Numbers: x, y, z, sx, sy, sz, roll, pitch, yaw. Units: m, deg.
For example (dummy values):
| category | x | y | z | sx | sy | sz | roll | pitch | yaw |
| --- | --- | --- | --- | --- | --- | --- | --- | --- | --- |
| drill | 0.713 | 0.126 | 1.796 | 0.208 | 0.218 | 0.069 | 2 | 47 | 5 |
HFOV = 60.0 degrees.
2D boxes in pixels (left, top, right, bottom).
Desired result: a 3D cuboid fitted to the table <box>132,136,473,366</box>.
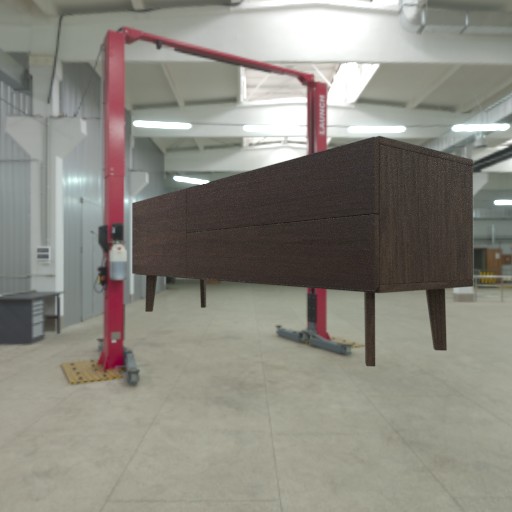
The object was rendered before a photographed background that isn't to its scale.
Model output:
| category | x | y | z | sx | sy | sz | roll | pitch | yaw |
| --- | --- | --- | --- | --- | --- | --- | --- | --- | --- |
| table | 0.000 | 0.000 | 1.619 | 0.405 | 0.508 | 1.397 | 0 | 0 | -36 |
